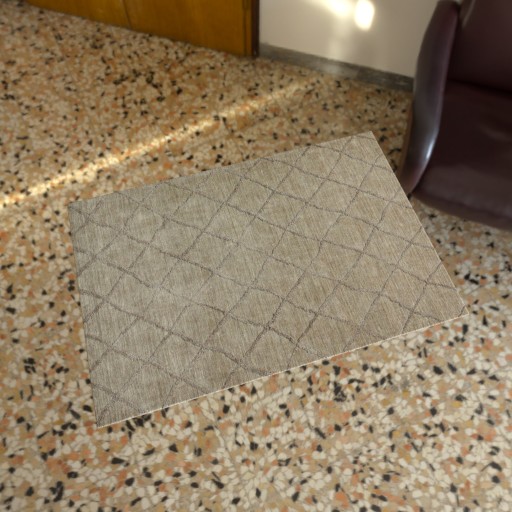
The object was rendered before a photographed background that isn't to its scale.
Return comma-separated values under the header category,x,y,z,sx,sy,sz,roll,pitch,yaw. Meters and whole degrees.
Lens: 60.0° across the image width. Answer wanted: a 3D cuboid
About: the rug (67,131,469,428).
category,x,y,z,sx,sy,sz,roll,pitch,yaw
rug,0.000,0.000,2.900,2.280,0.015,1.521,-15,65,-7
